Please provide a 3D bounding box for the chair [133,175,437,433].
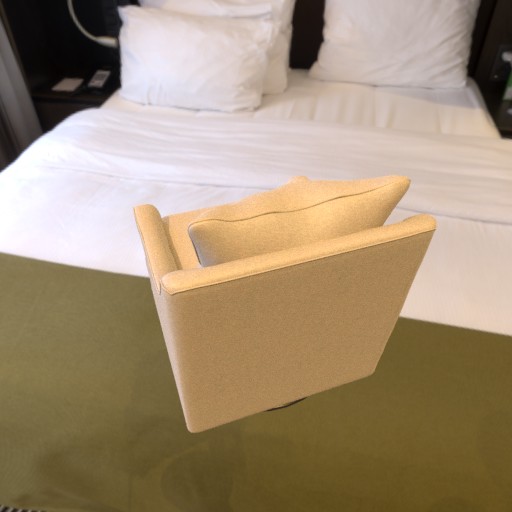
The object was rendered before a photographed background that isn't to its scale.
[{"bbox_3d":[0.000,0.000,1.612,0.760,0.942,0.876,-13,42,-15],"label":"chair"}]
